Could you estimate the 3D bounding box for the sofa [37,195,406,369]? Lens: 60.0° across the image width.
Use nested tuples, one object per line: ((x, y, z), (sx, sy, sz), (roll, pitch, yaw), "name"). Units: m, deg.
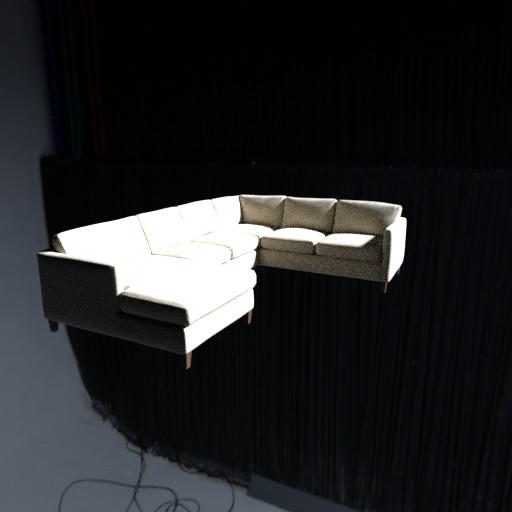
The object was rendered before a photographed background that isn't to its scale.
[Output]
((0.000, 0.000, 4.802), (2.593, 0.959, 3.460), (7, 16, 27), "sofa")
